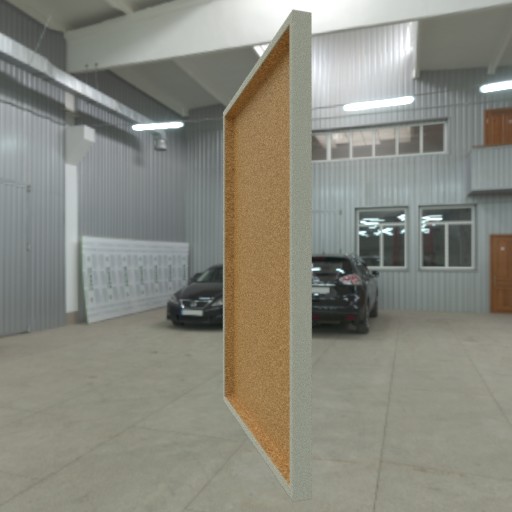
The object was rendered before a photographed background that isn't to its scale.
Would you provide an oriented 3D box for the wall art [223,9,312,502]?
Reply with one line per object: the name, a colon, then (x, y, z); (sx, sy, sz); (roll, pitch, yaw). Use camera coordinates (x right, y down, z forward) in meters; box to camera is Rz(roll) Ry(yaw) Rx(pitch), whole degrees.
wall art: (0.000, 0.000, 1.120); (0.038, 0.914, 0.610); (0, 0, -16)
